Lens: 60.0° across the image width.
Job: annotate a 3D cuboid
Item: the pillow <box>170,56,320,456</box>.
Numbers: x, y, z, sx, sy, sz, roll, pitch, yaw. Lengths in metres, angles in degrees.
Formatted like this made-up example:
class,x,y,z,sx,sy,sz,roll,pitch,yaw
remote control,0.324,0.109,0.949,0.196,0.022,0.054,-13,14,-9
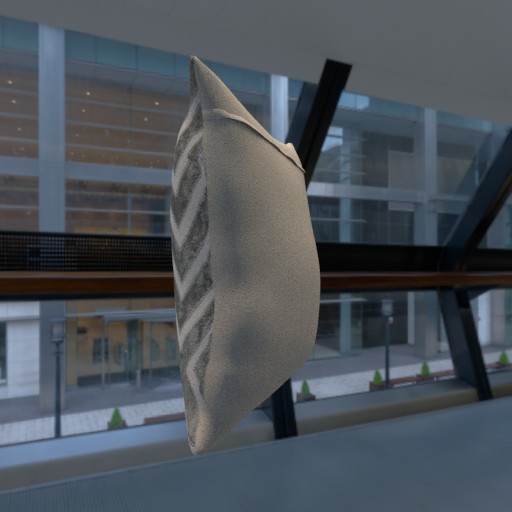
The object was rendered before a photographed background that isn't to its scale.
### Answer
class,x,y,z,sx,sy,sz,roll,pitch,yaw
pillow,0.000,0.000,0.676,0.182,0.441,0.440,0,0,19
